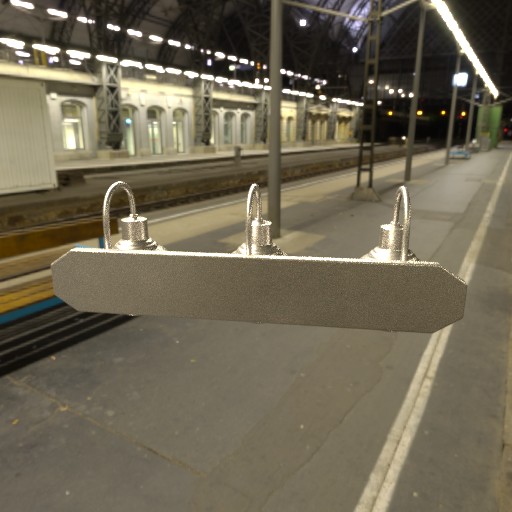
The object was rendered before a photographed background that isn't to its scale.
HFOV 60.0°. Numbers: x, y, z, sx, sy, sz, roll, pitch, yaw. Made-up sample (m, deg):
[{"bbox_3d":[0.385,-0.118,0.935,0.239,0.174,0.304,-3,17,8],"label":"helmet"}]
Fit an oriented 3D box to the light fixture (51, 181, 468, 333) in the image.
[{"bbox_3d":[0.000,0.000,0.775,0.634,0.254,0.229,2,16,8],"label":"light fixture"}]
